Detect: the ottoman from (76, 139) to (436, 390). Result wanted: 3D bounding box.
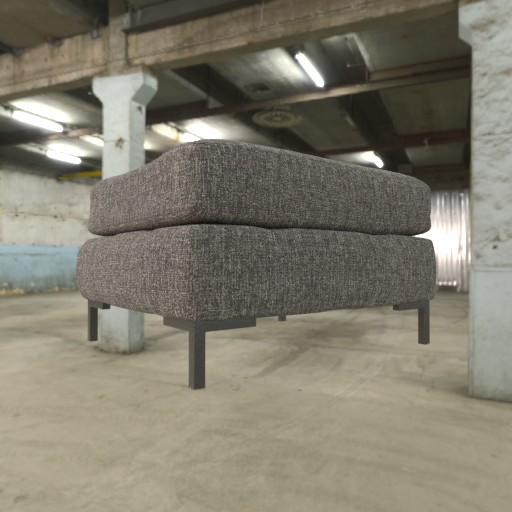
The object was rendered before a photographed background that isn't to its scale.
[{"bbox_3d":[0.000,0.000,1.241,0.828,0.480,0.683,1,-1,-37],"label":"ottoman"}]
